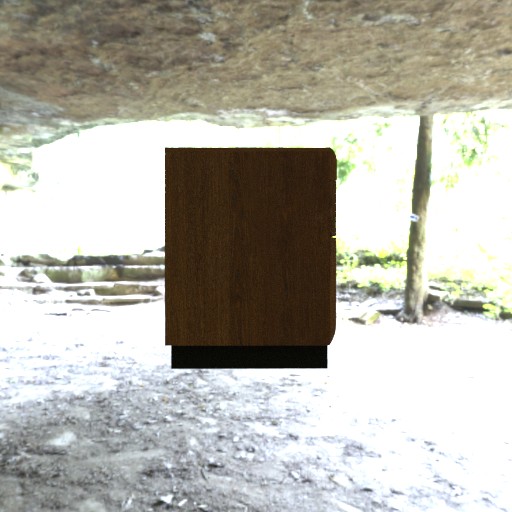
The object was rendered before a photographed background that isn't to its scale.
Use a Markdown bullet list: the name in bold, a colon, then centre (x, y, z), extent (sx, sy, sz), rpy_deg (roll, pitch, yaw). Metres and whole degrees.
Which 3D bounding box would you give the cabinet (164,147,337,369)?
- **cabinet**: centre (0.000, 0.000, 1.798), extent (0.419, 0.510, 1.600), rpy_deg (0, 1, 0)
